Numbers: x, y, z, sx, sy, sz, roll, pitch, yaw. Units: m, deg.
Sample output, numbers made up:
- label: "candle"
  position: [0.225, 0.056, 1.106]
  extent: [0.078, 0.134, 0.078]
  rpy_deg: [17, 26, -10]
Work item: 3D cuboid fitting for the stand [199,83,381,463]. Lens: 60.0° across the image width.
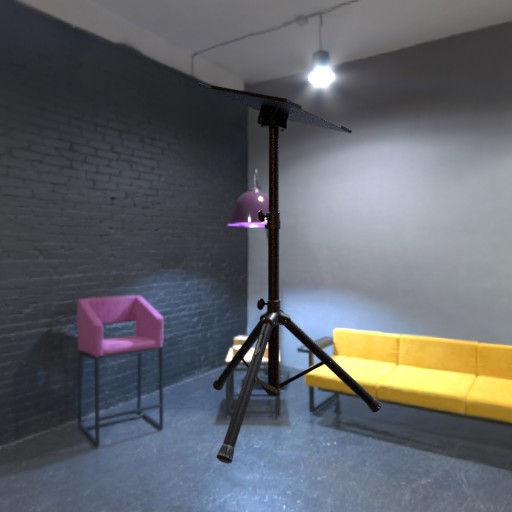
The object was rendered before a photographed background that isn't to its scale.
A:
- label: "stand"
  position: [0.000, 0.000, 1.620]
  extent: [0.702, 1.198, 0.702]
  rpy_deg: [1, 2, 37]
